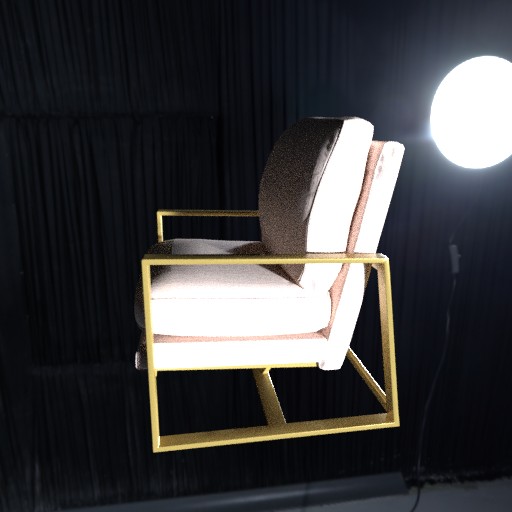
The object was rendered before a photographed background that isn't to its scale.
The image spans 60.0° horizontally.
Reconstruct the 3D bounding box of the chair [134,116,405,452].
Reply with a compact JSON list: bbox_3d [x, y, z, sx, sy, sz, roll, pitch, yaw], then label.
[{"bbox_3d":[0.000,0.000,1.585,0.813,0.956,0.758,-2,16,-8],"label":"chair"}]
